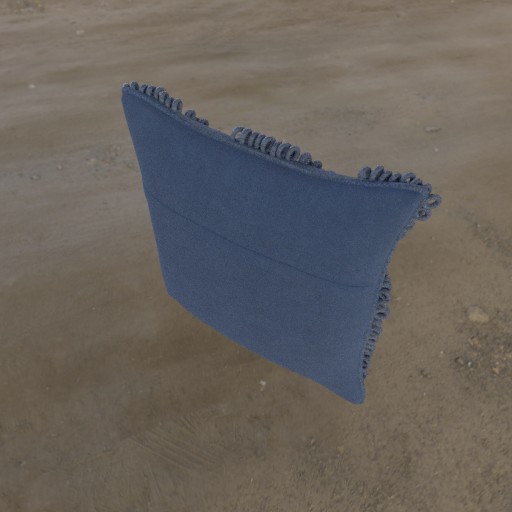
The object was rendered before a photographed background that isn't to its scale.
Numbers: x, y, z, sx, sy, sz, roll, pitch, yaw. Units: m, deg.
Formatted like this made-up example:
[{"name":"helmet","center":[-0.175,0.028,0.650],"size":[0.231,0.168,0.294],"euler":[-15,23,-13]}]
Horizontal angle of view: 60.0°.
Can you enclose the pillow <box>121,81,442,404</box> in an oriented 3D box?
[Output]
[{"name":"pillow","center":[0.000,0.000,0.712],"size":[0.469,0.466,0.172],"euler":[26,51,23]}]
